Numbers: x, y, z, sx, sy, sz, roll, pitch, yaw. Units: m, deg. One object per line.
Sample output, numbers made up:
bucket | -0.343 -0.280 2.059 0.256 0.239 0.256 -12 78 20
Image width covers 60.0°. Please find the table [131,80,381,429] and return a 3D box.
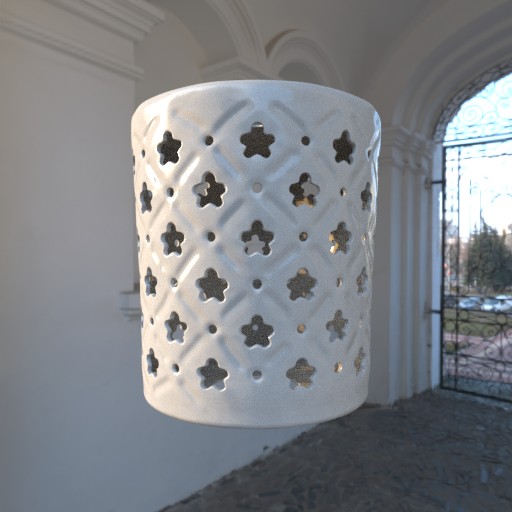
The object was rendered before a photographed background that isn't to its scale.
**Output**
table | 0.000 0.000 0.645 0.352 0.387 0.352 0 0 0
